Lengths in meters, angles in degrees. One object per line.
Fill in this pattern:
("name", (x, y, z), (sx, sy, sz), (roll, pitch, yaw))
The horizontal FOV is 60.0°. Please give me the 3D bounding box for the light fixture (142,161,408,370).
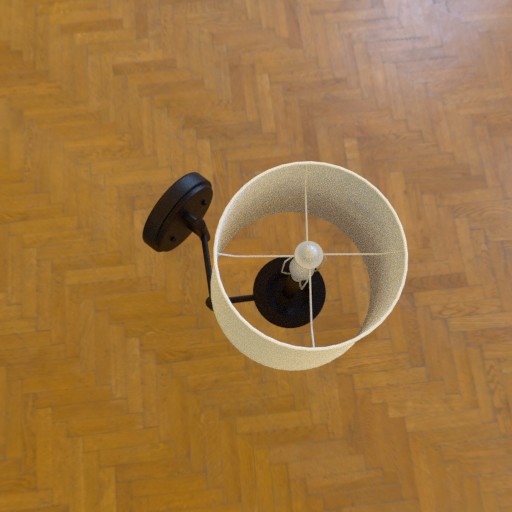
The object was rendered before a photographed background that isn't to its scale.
("light fixture", (0.000, 0.000, 0.267), (0.157, 0.172, 0.100), (37, 80, 8))
